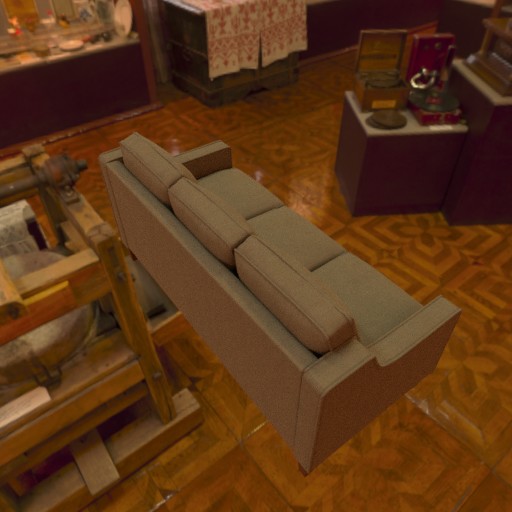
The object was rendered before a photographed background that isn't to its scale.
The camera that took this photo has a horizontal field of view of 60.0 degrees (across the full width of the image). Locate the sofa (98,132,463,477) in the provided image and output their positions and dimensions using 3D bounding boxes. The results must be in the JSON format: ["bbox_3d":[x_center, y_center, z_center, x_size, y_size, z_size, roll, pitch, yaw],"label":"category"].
[{"bbox_3d":[0.000,0.000,2.507,0.911,0.974,1.986,-27,49,-26],"label":"sofa"}]
